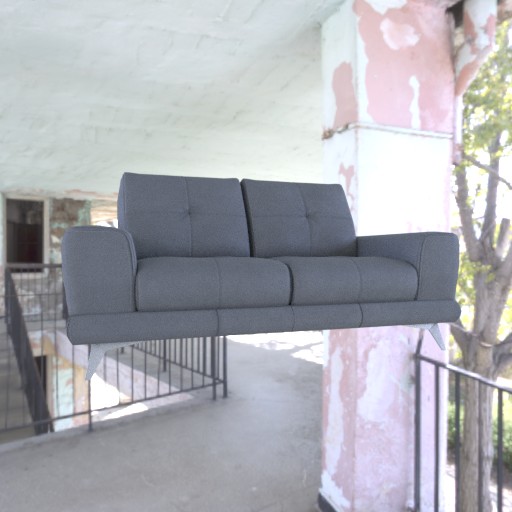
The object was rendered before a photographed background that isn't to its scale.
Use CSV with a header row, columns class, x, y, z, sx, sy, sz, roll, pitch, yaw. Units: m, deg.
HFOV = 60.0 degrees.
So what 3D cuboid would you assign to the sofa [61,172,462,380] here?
class,x,y,z,sx,sy,sz,roll,pitch,yaw
sofa,0.000,0.000,2.319,1.806,0.907,1.018,0,0,-18
